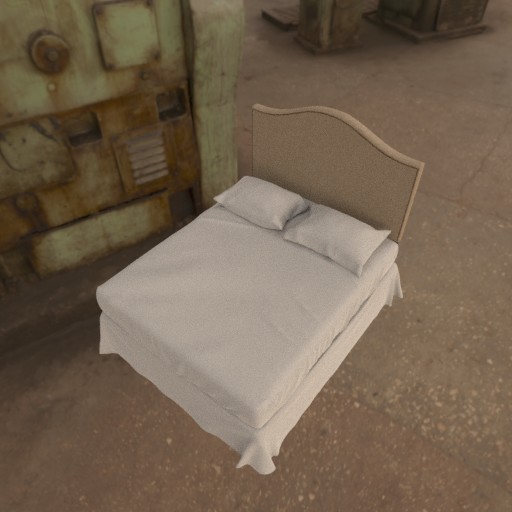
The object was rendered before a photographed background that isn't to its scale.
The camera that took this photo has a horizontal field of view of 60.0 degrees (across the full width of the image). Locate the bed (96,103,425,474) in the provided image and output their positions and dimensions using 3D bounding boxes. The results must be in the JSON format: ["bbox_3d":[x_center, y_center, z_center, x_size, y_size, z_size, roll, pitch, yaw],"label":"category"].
[{"bbox_3d":[0.000,0.000,3.468,1.876,1.645,2.221,29,51,26],"label":"bed"}]
